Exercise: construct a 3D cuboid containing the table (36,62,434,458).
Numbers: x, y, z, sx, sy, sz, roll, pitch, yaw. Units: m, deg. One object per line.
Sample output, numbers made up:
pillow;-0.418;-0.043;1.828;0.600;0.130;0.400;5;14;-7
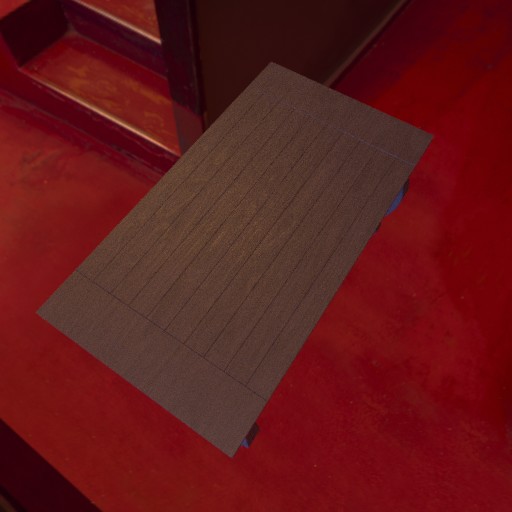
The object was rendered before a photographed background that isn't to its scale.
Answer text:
table;0.000;0.000;1.427;0.600;0.494;1.062;31;67;15
